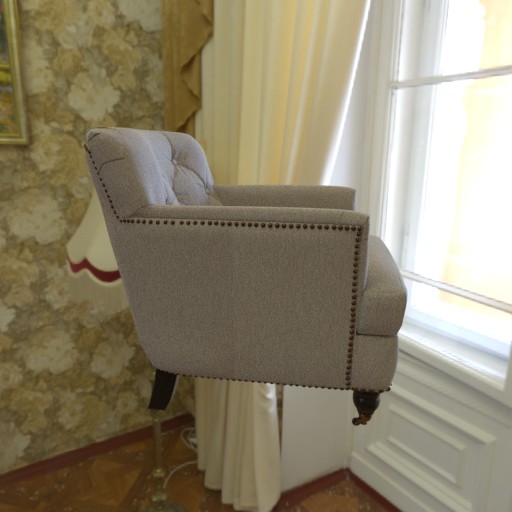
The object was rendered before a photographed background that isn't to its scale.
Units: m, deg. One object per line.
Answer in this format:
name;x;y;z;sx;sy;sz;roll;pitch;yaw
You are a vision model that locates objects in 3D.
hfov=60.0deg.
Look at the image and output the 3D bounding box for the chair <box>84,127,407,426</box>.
chair;0.000;0.000;1.490;0.902;0.823;0.737;2;14;9
